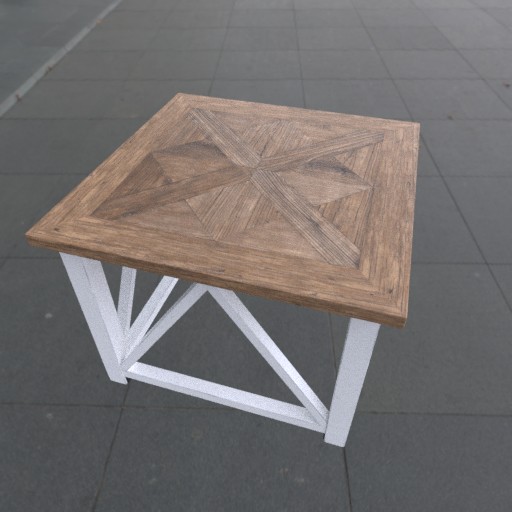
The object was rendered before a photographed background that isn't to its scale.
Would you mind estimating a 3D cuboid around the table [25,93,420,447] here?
[{"bbox_3d":[0.000,0.000,1.185,0.700,0.532,0.700,12,43,12],"label":"table"}]
